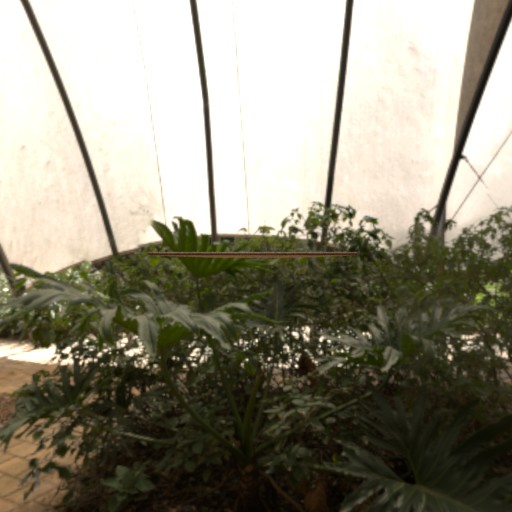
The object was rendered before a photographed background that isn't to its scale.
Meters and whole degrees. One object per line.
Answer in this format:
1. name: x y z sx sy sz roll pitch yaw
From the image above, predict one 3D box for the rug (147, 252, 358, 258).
1. rug: 0.000 0.000 2.645 0.685 0.013 2.437 0 0 1
